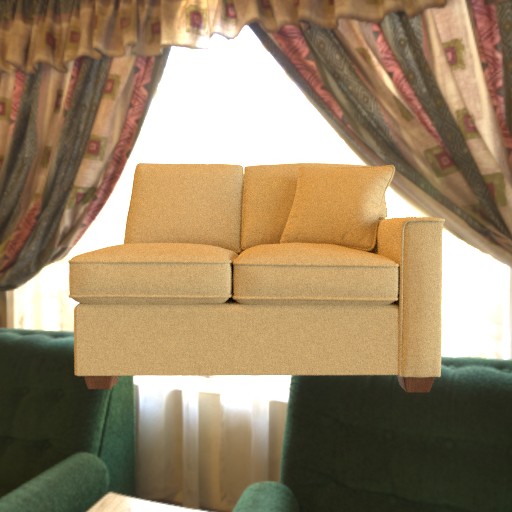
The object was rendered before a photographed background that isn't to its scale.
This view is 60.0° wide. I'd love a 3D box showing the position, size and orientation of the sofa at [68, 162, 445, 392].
[{"bbox_3d":[0.000,0.000,2.076,1.388,0.989,0.991,0,2,1],"label":"sofa"}]
